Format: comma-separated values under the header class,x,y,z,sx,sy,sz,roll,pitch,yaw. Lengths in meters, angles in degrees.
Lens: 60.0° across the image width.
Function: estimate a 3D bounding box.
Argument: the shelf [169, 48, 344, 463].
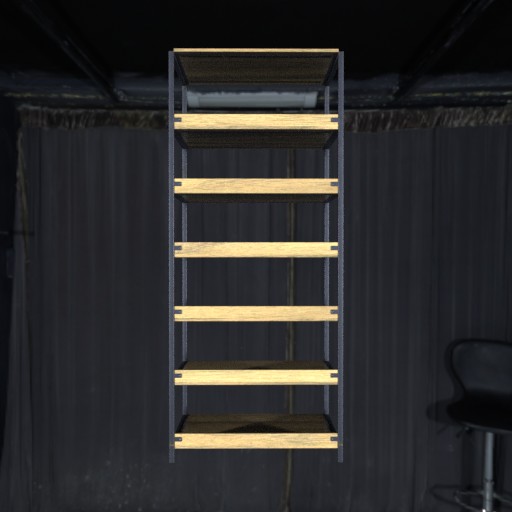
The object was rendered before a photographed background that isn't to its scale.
class,x,y,z,sx,sy,sz,roll,pitch,yaw
shelf,0.000,0.000,2.371,0.847,2.015,0.431,0,0,0
